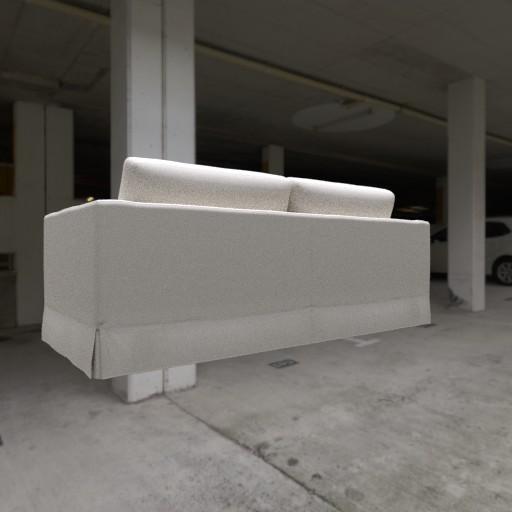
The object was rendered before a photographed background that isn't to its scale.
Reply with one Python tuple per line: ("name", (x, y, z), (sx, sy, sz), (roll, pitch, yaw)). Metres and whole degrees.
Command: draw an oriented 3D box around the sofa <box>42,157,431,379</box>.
("sofa", (0.000, 0.000, 2.623), (2.163, 0.881, 0.954), (-1, 1, -36))
